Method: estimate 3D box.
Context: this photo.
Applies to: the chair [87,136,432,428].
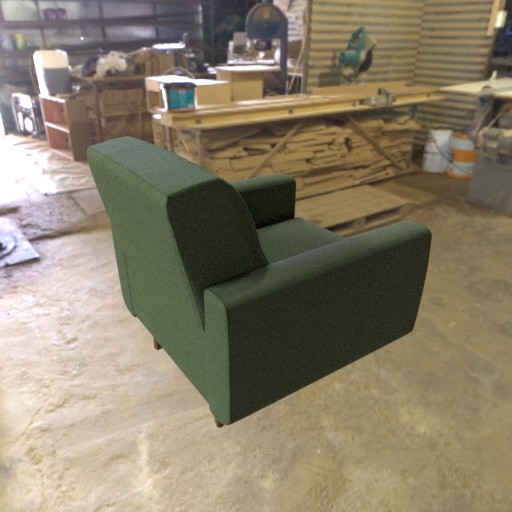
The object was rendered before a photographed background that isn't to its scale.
[{"bbox_3d":[0.000,0.000,1.589,0.909,0.841,0.831,-18,32,-31],"label":"chair"}]
